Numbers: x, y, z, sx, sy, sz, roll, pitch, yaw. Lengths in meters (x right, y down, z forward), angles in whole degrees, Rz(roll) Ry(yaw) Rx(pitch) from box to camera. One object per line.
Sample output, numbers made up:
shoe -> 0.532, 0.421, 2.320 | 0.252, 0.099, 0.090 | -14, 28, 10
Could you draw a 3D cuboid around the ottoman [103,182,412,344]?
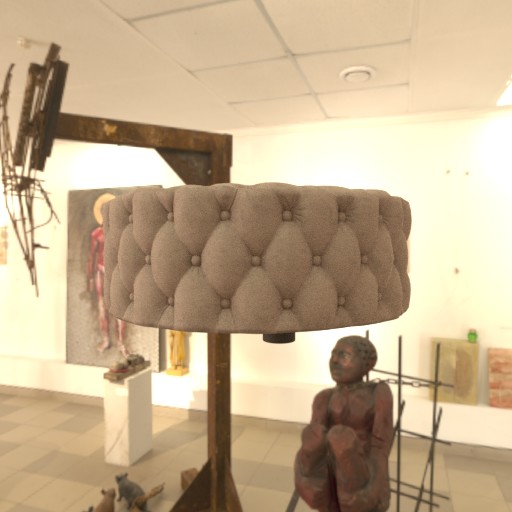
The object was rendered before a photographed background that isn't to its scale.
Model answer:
ottoman -> 0.000, 0.000, 1.509 | 0.998, 0.399, 0.998 | 0, 2, 0
